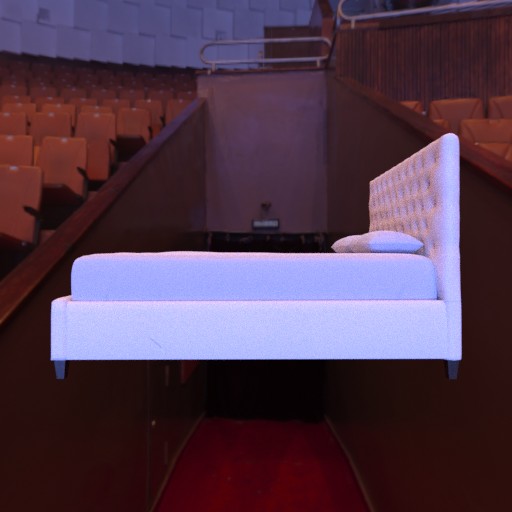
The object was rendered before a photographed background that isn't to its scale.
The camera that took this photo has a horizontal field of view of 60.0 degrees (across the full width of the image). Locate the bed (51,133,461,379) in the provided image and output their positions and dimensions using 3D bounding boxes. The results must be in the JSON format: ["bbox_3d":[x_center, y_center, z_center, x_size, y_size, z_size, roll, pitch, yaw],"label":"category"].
[{"bbox_3d":[0.000,0.000,3.389,2.387,1.427,1.698,0,0,0],"label":"bed"}]
